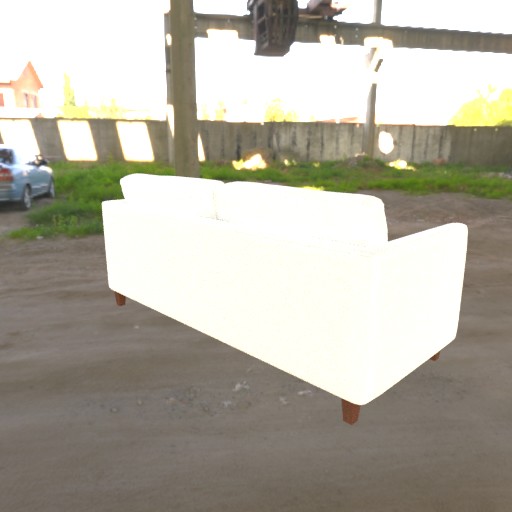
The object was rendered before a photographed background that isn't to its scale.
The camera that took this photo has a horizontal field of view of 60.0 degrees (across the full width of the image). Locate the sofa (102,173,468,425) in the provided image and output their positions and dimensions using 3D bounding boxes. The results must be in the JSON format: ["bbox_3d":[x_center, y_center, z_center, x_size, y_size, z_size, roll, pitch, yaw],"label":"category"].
[{"bbox_3d":[0.000,0.000,2.670,0.924,0.933,2.139,-14,20,-43],"label":"sofa"}]
